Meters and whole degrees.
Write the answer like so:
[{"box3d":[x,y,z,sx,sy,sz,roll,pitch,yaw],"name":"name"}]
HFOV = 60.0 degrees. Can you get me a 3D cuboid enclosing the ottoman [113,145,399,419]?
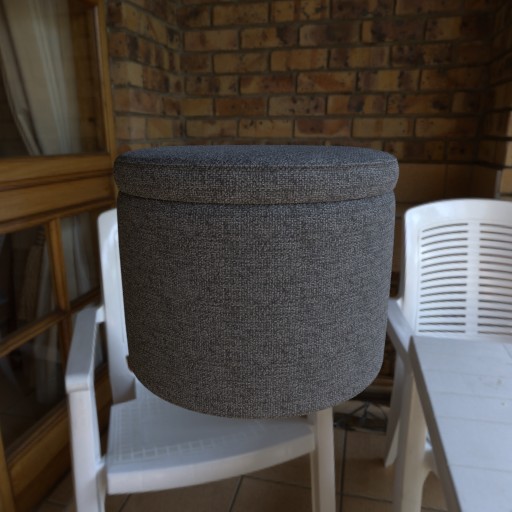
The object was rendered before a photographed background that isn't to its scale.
[{"box3d":[0.000,0.000,0.886,0.520,0.430,0.520,0,15,0],"name":"ottoman"}]
